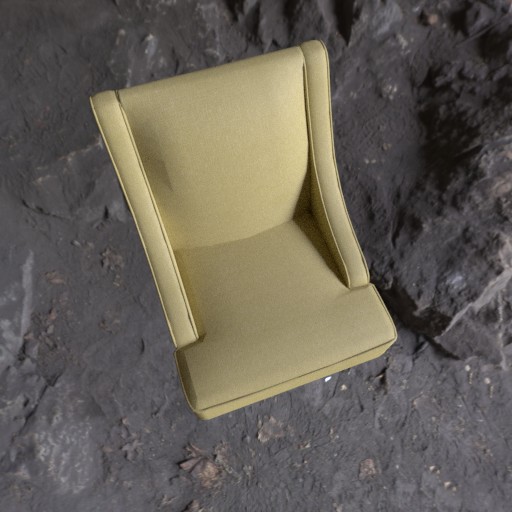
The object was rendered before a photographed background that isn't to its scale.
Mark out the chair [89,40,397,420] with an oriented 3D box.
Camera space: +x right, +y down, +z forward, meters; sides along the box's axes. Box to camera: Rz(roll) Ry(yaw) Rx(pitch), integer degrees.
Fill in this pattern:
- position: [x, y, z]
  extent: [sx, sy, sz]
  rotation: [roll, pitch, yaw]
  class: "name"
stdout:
- position: [0.000, 0.000, 1.460]
  extent: [0.696, 0.896, 0.814]
  rotation: [-18, 65, -8]
  class: "chair"
